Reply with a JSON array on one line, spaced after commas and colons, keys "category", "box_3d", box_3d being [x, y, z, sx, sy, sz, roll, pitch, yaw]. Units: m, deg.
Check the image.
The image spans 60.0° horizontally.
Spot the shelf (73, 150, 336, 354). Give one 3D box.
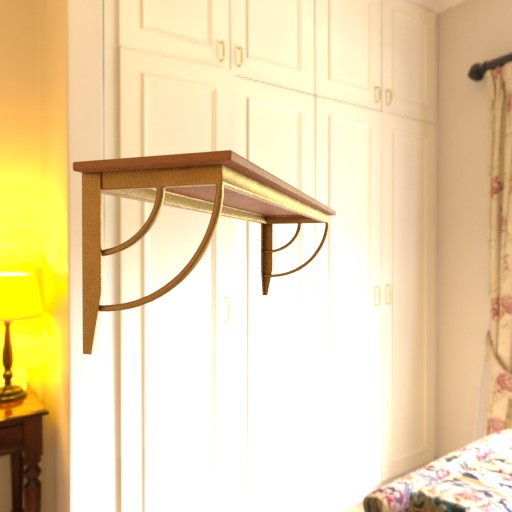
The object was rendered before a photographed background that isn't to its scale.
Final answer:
[{"category": "shelf", "box_3d": [0.000, 0.000, 0.708, 0.166, 0.190, 0.636, 0, 1, 18]}]
